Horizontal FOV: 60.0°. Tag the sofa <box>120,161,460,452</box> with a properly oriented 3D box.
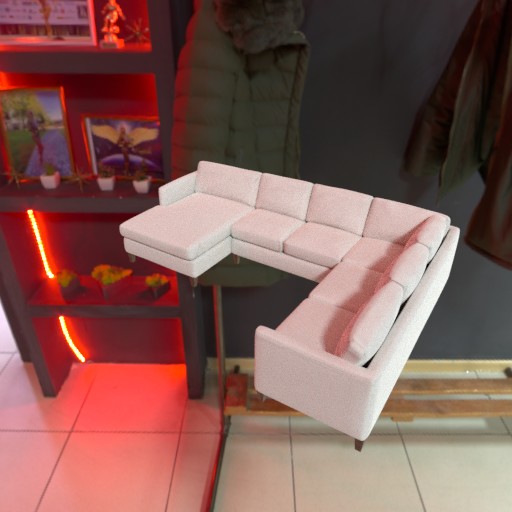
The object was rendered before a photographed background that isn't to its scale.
[{"bbox_3d":[0.000,0.000,4.615,3.459,0.956,2.593,18,35,28],"label":"sofa"}]
